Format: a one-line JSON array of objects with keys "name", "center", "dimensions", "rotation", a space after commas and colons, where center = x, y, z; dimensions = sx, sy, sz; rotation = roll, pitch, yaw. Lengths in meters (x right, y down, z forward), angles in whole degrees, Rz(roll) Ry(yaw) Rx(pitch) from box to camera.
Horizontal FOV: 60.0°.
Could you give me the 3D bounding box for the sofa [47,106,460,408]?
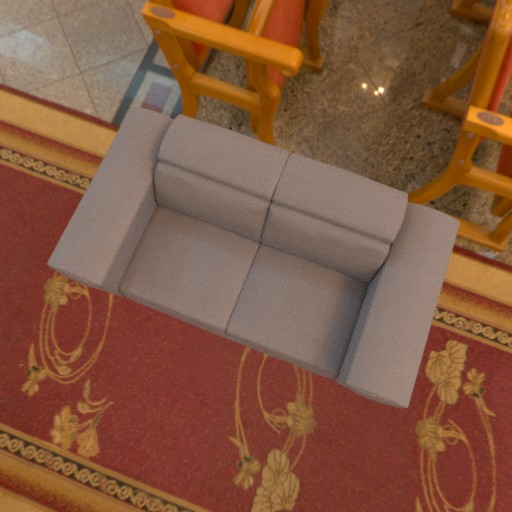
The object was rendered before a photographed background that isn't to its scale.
[{"name": "sofa", "center": [0.000, 0.000, 2.460], "dimensions": [1.895, 0.779, 1.003], "rotation": [21, 75, 6]}]
